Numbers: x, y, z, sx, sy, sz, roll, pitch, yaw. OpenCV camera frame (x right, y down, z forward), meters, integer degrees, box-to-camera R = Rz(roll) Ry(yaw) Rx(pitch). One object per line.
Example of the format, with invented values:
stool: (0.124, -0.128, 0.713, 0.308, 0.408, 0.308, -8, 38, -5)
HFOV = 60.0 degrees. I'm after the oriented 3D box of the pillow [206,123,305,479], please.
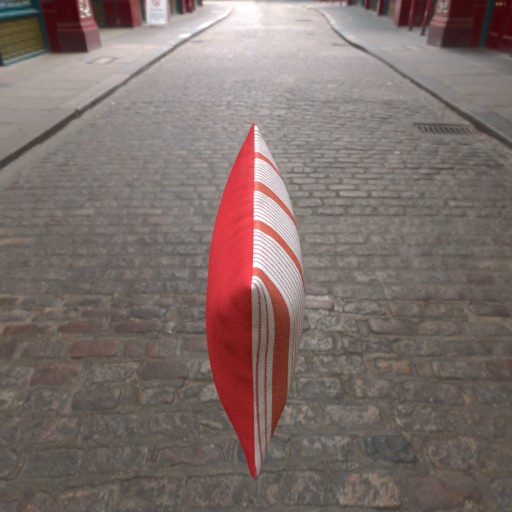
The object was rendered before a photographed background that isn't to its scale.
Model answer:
pillow: (0.000, 0.000, 0.741, 0.151, 0.297, 0.608, 0, 31, 0)
